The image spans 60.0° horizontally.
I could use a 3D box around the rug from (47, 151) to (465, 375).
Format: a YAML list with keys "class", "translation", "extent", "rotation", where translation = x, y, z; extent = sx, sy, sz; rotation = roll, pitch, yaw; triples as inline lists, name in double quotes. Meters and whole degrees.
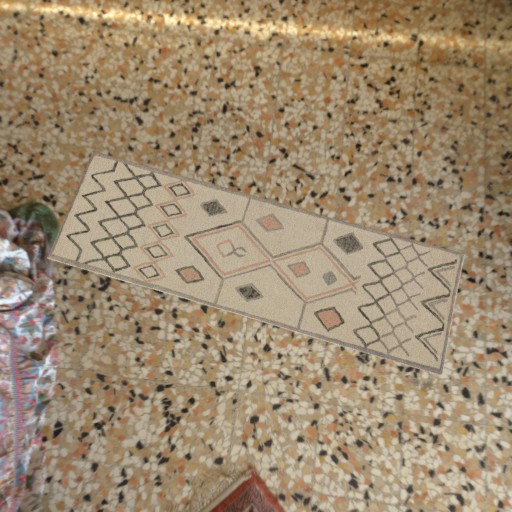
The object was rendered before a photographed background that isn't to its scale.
- class: "rug"
  translation: [0.000, 0.000, 2.703]
  extent: [2.435, 0.011, 0.750]
  rotation: [16, 76, 4]
